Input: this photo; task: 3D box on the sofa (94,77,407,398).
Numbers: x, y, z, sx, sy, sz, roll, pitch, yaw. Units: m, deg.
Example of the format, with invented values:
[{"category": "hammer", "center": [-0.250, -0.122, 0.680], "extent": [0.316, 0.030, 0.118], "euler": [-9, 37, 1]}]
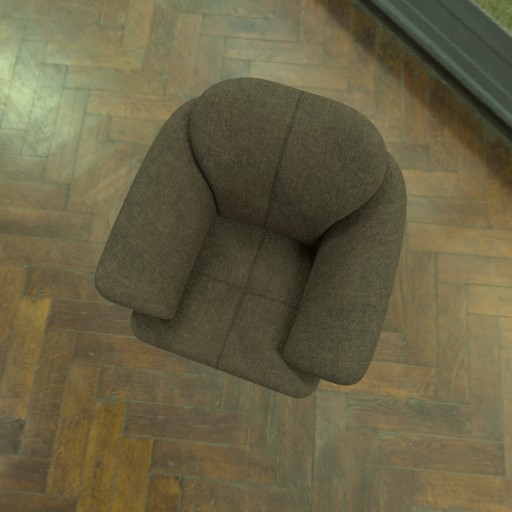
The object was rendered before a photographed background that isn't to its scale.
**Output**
[{"category": "sofa", "center": [0.000, 0.000, 1.504], "extent": [0.870, 0.811, 0.794], "euler": [19, 76, 5]}]
